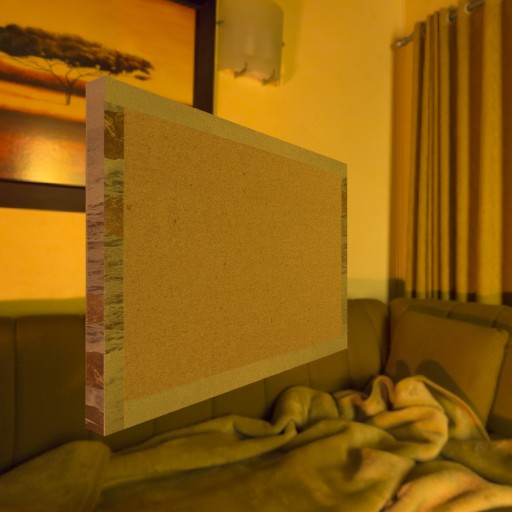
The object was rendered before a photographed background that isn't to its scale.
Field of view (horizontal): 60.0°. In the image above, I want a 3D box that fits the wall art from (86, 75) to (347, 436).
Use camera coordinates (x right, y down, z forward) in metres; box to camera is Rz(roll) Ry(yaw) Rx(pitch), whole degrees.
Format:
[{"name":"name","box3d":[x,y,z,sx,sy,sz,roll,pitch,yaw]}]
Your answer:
[{"name":"wall art","box3d":[0.000,0.000,0.750,0.041,0.407,0.606,0,0,38]}]
